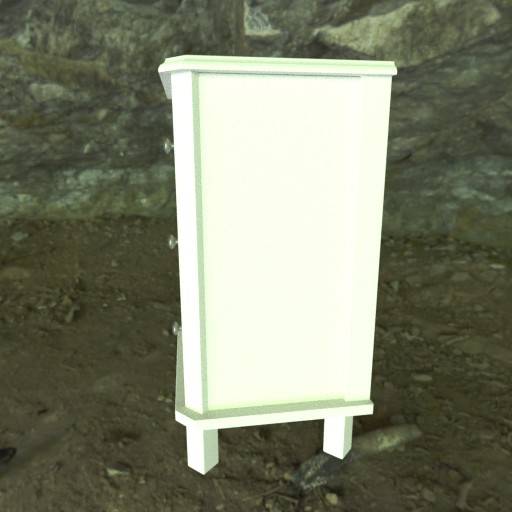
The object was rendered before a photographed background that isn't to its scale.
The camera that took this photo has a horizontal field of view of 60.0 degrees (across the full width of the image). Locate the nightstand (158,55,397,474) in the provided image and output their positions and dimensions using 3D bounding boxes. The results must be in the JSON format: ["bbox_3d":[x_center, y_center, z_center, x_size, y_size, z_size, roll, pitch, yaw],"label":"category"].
[{"bbox_3d":[0.000,0.000,0.909,0.351,0.681,0.435,-2,14,-9],"label":"nightstand"}]
